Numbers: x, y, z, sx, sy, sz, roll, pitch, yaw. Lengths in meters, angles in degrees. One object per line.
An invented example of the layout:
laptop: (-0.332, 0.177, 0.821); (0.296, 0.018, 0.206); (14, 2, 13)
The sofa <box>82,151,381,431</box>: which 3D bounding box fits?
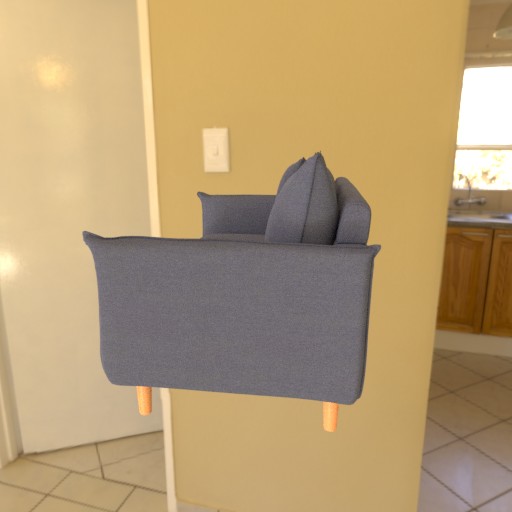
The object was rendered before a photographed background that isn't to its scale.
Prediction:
sofa: (0.000, 0.000, 1.820); (0.820, 0.840, 1.300); (2, 14, 8)
